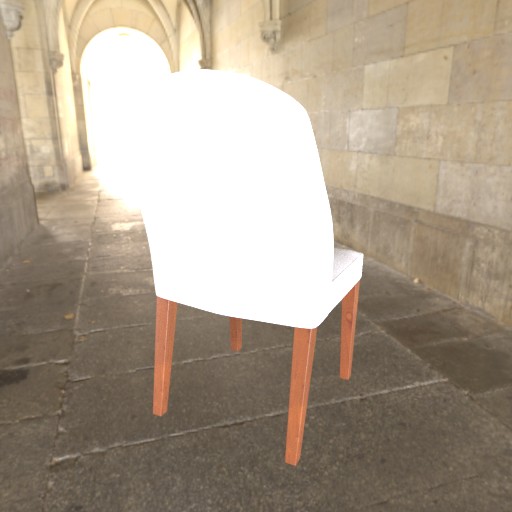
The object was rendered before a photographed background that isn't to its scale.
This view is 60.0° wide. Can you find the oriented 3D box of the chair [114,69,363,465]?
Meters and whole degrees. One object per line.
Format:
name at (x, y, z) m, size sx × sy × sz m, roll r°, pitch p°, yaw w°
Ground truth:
chair at (0.000, 0.000, 1.213) m, size 0.472 × 0.893 × 0.540 m, roll 8°, pitch 18°, yaw 26°
